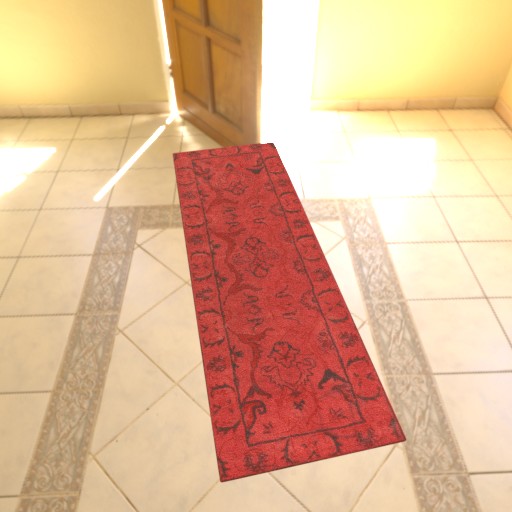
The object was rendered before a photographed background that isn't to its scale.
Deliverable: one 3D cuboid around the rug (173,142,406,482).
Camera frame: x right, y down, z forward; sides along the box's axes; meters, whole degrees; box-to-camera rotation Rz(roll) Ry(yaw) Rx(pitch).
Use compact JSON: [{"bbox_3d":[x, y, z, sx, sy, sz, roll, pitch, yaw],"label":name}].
[{"bbox_3d":[0.000,0.000,2.680,0.813,0.018,2.439,-9,46,-8],"label":"rug"}]
